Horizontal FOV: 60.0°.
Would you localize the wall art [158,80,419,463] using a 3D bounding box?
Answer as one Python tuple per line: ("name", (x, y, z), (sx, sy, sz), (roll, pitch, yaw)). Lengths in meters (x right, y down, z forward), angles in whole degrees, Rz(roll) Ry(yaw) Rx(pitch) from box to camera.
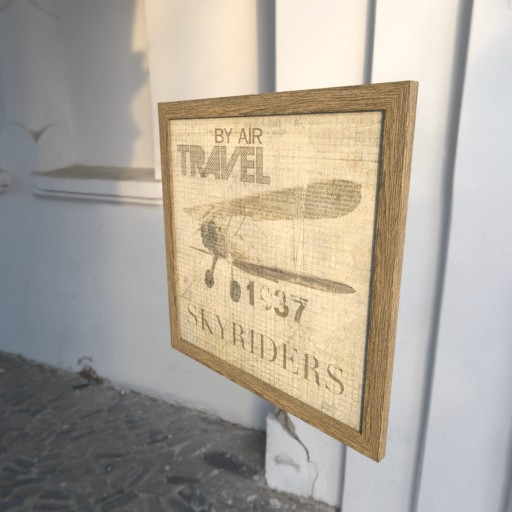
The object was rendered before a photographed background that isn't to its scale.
("wall art", (0.000, 0.000, 0.741), (0.508, 0.508, 0.019), (15, 21, 43))
